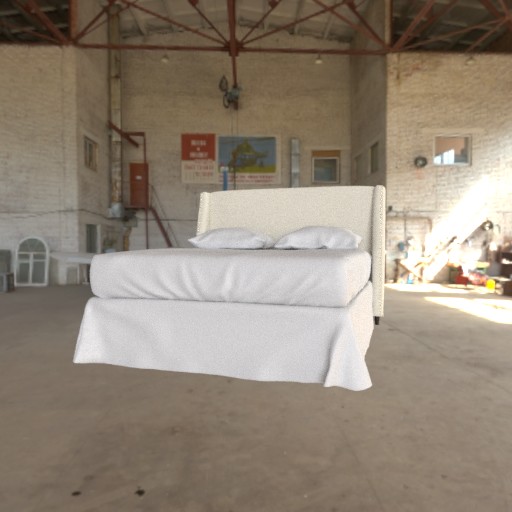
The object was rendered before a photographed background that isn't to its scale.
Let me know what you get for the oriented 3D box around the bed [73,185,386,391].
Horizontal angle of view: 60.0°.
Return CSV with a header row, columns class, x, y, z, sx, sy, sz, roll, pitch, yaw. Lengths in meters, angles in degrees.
class,x,y,z,sx,sy,sz,roll,pitch,yaw
bed,0.000,0.000,3.547,1.925,1.332,2.276,1,2,18
